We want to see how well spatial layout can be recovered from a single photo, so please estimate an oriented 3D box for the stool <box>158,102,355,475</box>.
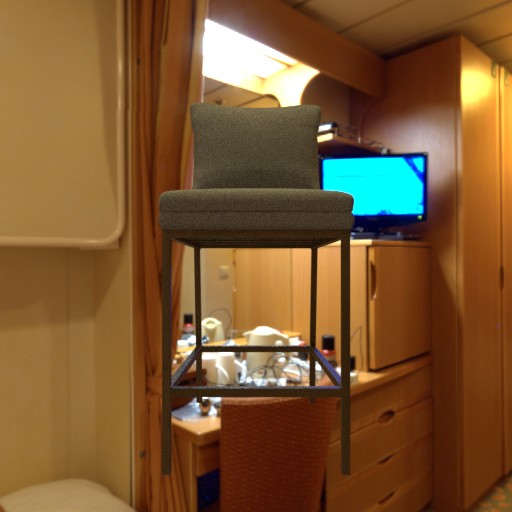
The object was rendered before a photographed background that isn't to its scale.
[{"bbox_3d":[0.000,0.000,1.311,0.463,1.031,0.569,0,0,0],"label":"stool"}]
